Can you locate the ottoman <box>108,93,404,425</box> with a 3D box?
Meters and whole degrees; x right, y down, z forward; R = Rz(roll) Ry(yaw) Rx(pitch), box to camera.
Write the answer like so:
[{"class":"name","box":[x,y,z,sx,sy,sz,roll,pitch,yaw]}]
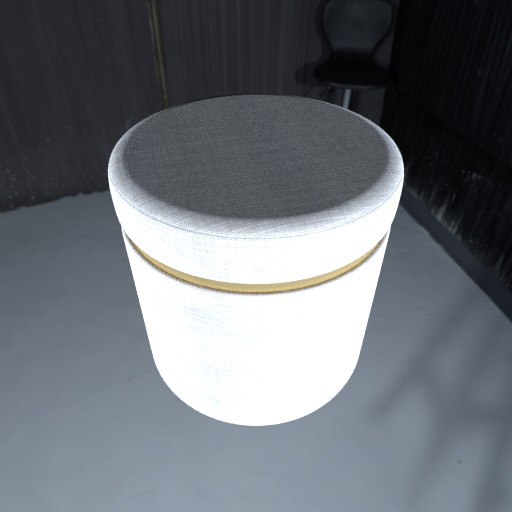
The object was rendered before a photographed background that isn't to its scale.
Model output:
[{"class":"ottoman","box":[0.000,0.000,0.735,0.400,0.406,0.400,0,41,0]}]
